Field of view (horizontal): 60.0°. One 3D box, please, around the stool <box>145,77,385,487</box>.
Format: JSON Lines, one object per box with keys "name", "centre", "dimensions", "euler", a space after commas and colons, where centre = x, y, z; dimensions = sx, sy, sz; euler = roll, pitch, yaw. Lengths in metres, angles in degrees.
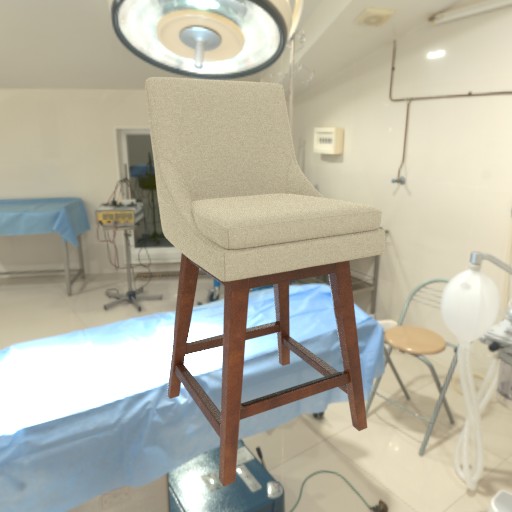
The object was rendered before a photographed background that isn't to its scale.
{"name": "stool", "centre": [0.000, 0.000, 1.278], "dimensions": [0.469, 0.991, 0.559], "euler": [-9, 18, -27]}
